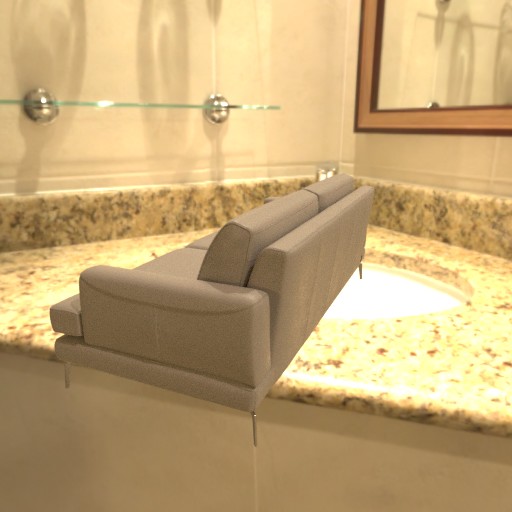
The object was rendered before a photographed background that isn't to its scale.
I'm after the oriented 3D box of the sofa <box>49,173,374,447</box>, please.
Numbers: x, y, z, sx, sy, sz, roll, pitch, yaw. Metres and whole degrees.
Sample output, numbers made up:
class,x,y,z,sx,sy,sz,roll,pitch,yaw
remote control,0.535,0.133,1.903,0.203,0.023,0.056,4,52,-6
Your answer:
class,x,y,z,sx,sy,sz,roll,pitch,yaw
sofa,0.000,0.000,2.408,0.974,0.765,1.940,7,18,23
